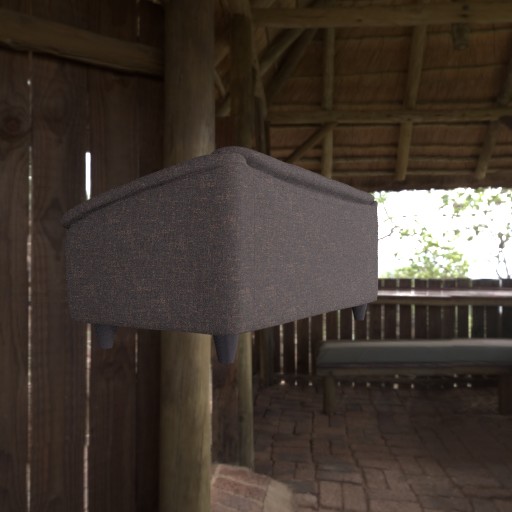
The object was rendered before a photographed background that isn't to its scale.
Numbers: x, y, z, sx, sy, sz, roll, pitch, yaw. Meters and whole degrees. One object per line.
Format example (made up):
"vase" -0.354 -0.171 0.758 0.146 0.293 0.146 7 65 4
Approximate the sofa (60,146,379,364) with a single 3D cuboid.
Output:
"sofa" 0.000 0.000 2.371 0.887 0.790 1.849 0 -1 33
